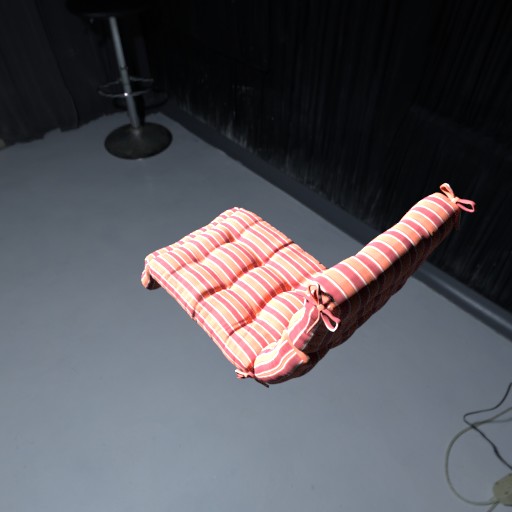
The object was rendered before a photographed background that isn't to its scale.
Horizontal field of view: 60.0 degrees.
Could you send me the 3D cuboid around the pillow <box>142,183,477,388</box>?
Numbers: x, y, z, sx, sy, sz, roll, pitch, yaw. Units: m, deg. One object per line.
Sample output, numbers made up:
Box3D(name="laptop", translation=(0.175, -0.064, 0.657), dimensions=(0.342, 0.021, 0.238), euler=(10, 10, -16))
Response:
Box3D(name="pillow", translation=(0.000, 0.000, 1.485), dimensions=(0.526, 0.863, 1.016), euler=(-33, 56, -26))
